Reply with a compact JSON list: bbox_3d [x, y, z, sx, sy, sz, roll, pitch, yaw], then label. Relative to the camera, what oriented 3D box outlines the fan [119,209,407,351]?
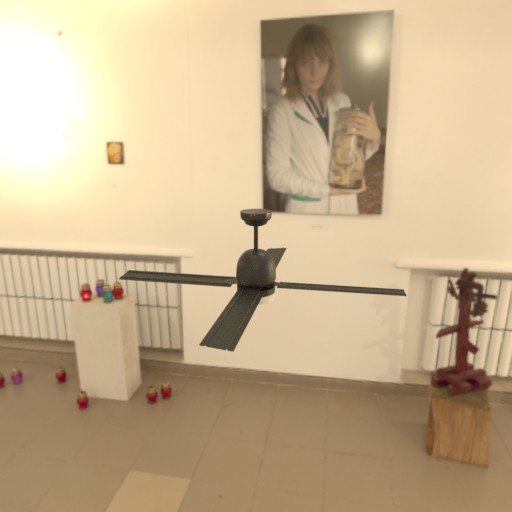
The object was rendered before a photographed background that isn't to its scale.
[{"bbox_3d":[0.000,0.000,2.011,1.319,0.410,1.319,3,16,9],"label":"fan"}]
